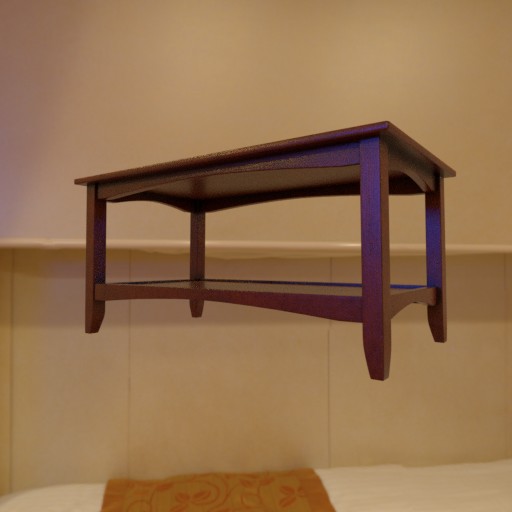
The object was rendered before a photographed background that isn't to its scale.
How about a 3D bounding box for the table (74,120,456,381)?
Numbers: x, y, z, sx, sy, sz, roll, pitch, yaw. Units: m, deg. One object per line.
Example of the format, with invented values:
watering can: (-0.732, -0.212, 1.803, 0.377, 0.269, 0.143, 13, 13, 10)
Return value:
table: (0.000, 0.000, 1.247, 0.943, 0.456, 0.533, 0, -1, 36)
